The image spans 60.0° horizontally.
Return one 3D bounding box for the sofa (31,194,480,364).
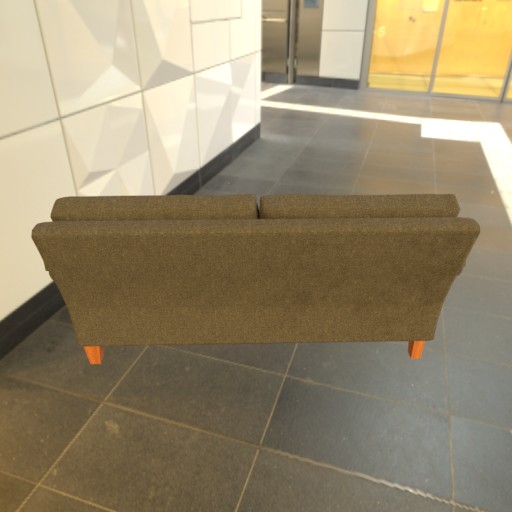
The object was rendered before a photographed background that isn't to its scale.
[{"bbox_3d":[0.000,0.000,2.730,2.160,1.054,1.087,-1,30,-1],"label":"sofa"}]
